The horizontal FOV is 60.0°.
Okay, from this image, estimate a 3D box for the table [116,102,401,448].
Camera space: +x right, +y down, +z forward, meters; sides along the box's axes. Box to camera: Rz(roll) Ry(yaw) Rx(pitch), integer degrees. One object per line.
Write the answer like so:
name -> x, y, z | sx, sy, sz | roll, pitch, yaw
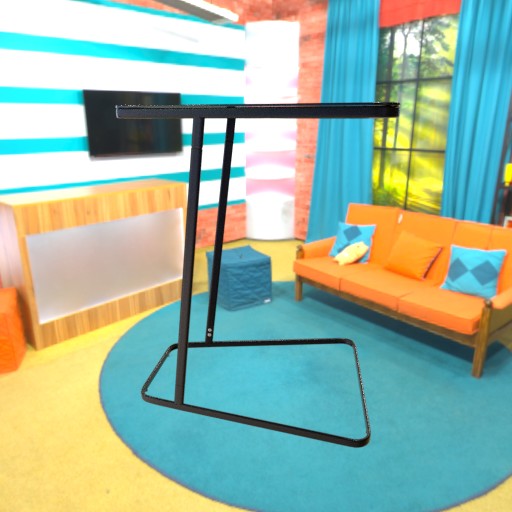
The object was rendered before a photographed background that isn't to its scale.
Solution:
table -> 0.000, 0.000, 0.977 | 0.500, 0.624, 0.427 | 2, 17, 7
